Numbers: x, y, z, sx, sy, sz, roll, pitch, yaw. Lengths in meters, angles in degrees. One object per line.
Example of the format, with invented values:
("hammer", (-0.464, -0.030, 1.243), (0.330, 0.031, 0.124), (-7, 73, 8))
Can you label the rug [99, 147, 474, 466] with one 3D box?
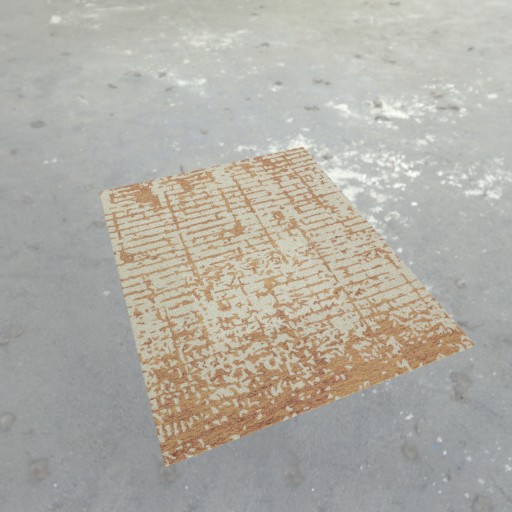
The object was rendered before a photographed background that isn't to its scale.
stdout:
("rug", (0.000, 0.000, 4.107), (2.441, 0.011, 3.050), (-16, 48, -15))
